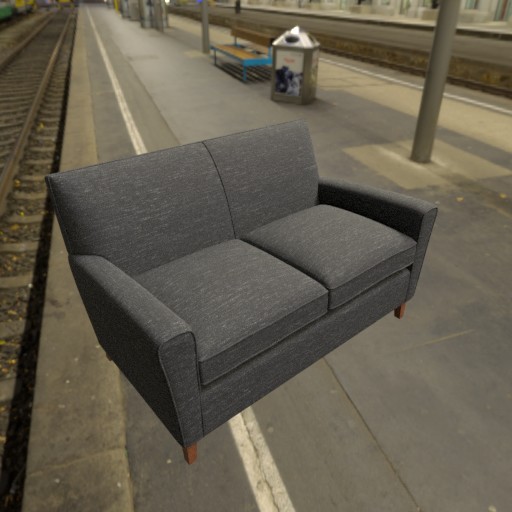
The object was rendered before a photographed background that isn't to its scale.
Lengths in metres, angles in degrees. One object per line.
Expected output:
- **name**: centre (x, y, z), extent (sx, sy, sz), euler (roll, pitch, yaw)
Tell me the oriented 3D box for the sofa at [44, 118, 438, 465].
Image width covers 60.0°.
- **sofa**: centre (0.000, 0.000, 1.952), extent (1.420, 0.846, 0.875), euler (-23, 38, -34)
